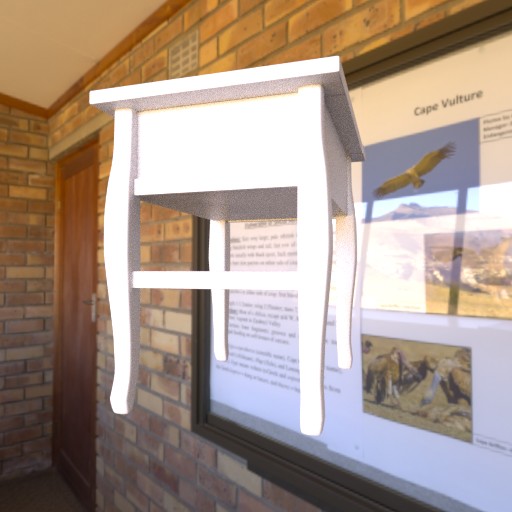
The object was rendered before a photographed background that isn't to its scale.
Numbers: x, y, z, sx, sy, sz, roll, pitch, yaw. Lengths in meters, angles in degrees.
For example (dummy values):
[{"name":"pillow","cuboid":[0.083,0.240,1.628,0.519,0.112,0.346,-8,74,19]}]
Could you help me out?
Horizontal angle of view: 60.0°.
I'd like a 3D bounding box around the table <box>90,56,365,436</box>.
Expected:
[{"name":"table","cuboid":[0.000,0.000,1.032,0.463,0.605,0.599,-1,-2,17]}]
